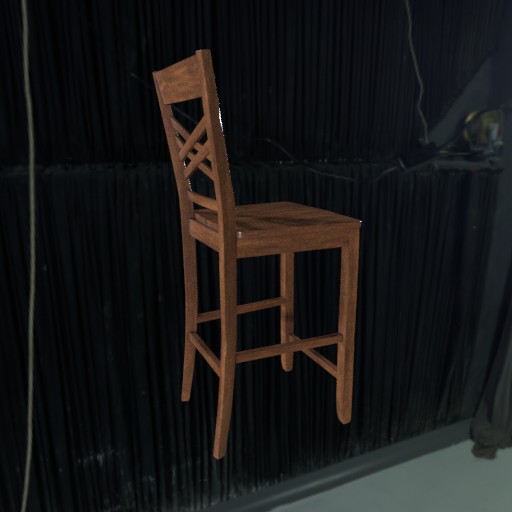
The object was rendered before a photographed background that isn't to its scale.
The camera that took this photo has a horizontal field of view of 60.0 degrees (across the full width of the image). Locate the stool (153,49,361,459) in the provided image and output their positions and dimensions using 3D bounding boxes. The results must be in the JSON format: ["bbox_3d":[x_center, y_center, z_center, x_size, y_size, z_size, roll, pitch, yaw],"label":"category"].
[{"bbox_3d":[0.000,0.000,1.391,0.504,1.098,0.426,-8,17,-25],"label":"stool"}]
